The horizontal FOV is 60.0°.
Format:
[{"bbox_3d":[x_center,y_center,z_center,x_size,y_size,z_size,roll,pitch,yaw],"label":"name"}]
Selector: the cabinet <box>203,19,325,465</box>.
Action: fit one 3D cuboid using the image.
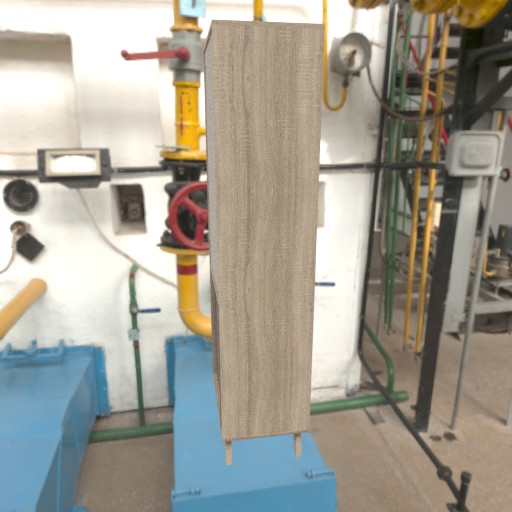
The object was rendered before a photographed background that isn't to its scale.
[{"bbox_3d":[0.000,0.000,2.061,0.400,1.850,0.570,-3,16,-9],"label":"cabinet"}]
